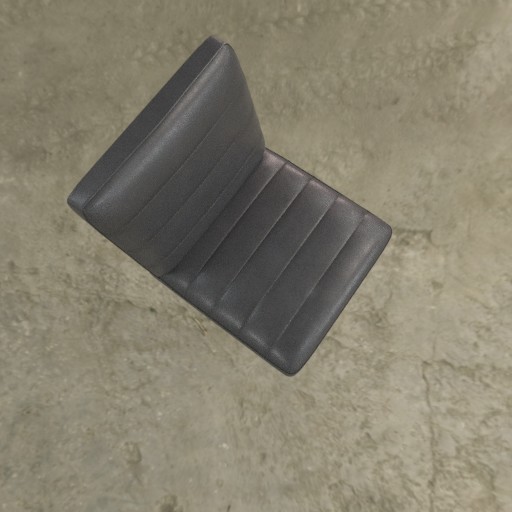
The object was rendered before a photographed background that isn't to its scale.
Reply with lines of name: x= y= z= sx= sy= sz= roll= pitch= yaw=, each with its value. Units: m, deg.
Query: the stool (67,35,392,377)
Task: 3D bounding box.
stool: x=0.000 y=0.000 z=1.297 sx=0.552 sy=1.040 sz=0.457 roll=35 pitch=79 yaw=8
